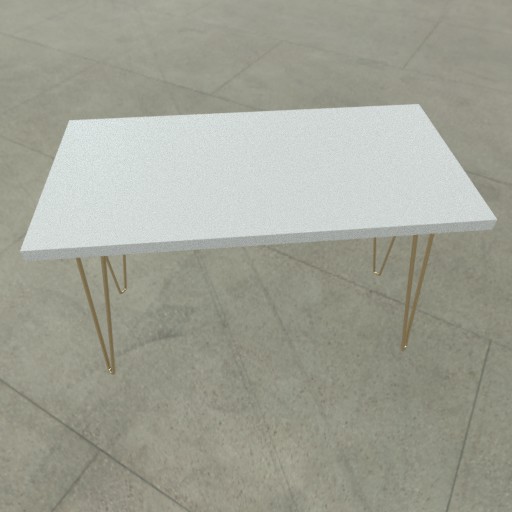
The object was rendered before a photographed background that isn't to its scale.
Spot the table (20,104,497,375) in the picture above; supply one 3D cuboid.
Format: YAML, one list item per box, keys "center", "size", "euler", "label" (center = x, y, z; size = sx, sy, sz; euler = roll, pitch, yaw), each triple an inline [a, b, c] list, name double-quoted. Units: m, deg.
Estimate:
- center: [0.000, 0.000, 1.324]
  size: [0.991, 0.660, 0.498]
  euler: [-4, 47, -4]
  label: "table"
